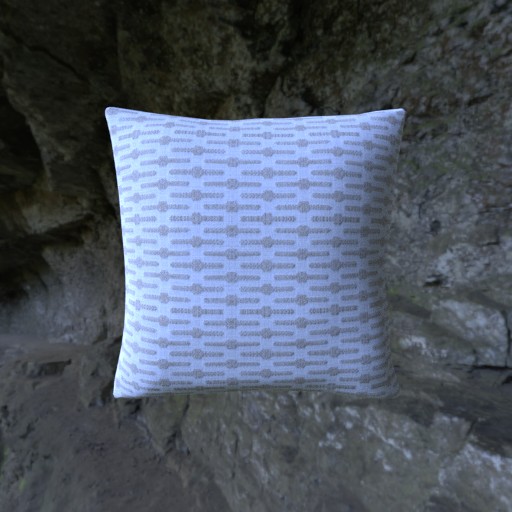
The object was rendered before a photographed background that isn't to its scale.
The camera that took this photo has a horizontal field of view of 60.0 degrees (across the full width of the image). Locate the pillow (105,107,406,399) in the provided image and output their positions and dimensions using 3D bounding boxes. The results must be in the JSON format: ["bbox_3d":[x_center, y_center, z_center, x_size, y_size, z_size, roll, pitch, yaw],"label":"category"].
[{"bbox_3d":[0.000,0.000,0.753,0.496,0.491,0.219,0,1,-1],"label":"pillow"}]
